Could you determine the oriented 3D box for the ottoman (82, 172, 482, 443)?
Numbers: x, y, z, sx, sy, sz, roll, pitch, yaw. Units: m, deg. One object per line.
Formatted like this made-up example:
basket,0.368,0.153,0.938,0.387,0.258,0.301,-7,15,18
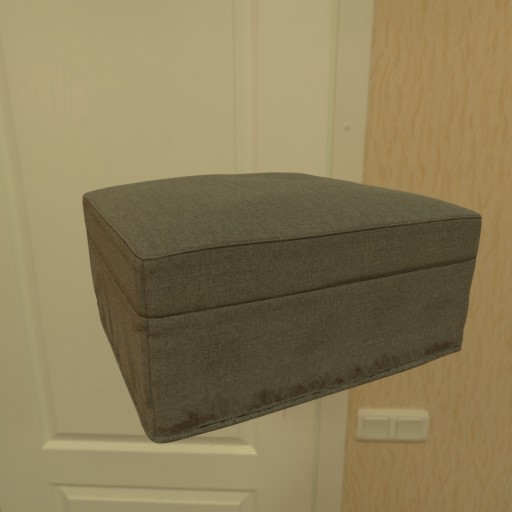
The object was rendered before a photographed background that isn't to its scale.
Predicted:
ottoman,0.000,0.000,1.277,0.843,0.436,0.840,-8,18,-25
